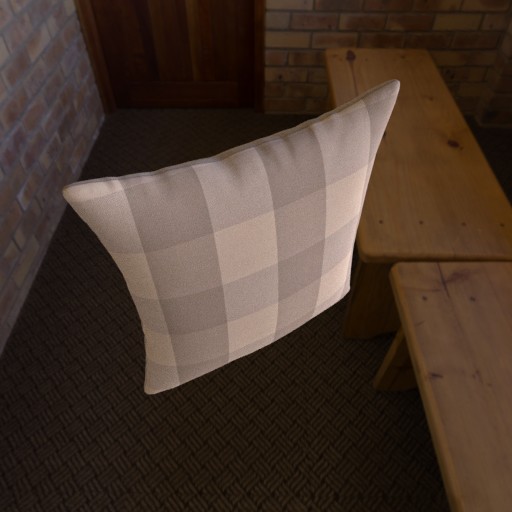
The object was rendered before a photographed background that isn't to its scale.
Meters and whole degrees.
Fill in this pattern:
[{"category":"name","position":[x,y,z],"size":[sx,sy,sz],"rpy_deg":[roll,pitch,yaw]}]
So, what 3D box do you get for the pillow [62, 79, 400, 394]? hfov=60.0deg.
[{"category":"pillow","position":[0.000,0.000,0.772],"size":[0.511,0.509,0.161],"rpy_deg":[-24,52,-21]}]
